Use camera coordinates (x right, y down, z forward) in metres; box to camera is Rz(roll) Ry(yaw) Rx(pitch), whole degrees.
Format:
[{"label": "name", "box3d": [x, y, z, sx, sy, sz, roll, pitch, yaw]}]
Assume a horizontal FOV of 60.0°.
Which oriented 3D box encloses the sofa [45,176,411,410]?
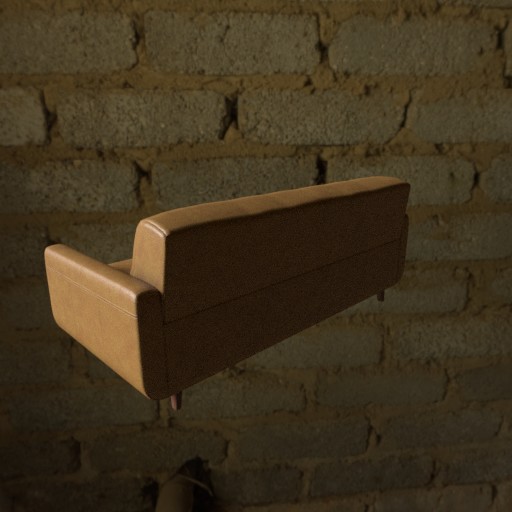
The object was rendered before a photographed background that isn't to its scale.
[{"label": "sofa", "box3d": [0.000, 0.000, 2.709, 2.137, 0.892, 0.980, -16, 24, -42]}]
